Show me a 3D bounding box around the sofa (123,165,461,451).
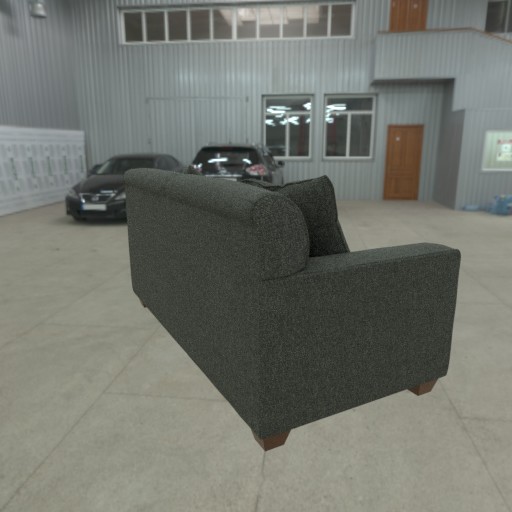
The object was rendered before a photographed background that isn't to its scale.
[{"bbox_3d":[0.000,0.000,2.409,0.998,0.958,1.846,-7,15,-27],"label":"sofa"}]
